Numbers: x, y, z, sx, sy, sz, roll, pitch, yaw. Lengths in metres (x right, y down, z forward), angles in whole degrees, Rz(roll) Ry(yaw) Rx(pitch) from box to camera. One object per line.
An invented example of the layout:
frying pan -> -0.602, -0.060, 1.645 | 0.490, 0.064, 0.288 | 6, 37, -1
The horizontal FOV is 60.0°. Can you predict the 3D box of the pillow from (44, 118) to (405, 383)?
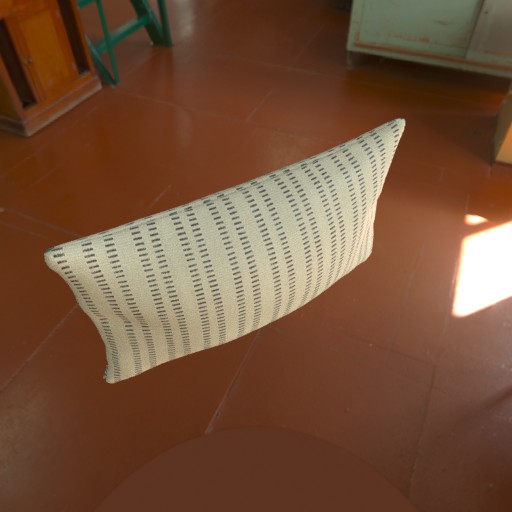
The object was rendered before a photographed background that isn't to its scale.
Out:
pillow -> 0.000, 0.000, 0.800 | 0.640, 0.353, 0.210 | -24, 52, -21
